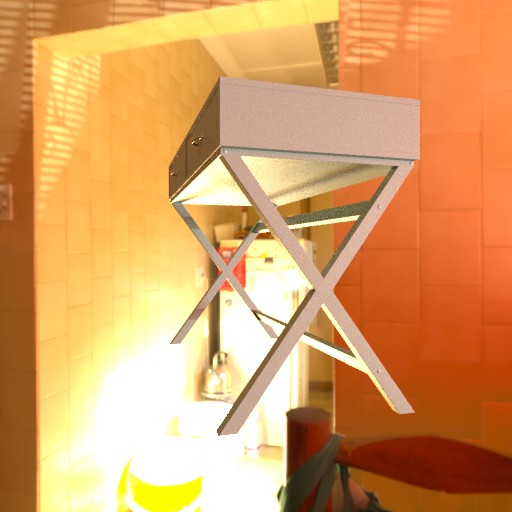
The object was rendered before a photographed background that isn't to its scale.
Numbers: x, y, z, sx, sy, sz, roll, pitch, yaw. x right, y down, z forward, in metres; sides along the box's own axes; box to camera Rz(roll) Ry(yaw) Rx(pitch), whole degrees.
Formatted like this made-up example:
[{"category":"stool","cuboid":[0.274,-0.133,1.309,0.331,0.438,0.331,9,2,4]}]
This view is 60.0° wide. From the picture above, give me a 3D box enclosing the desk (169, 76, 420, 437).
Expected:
[{"category":"desk","cuboid":[0.000,0.000,1.526,0.525,0.780,1.057,0,1,-17]}]
